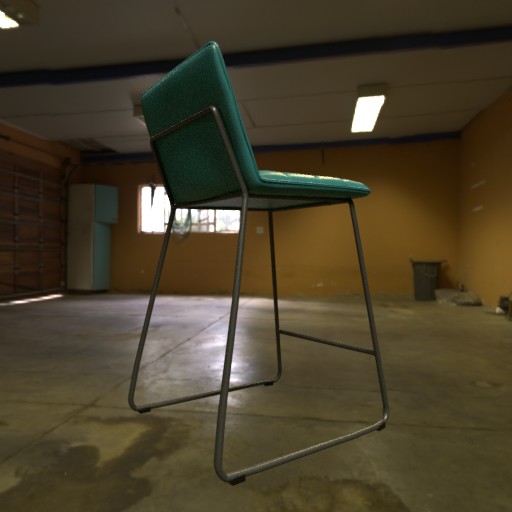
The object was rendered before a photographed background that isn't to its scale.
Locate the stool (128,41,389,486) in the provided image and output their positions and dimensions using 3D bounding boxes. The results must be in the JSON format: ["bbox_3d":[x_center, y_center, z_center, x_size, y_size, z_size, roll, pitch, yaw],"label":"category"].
[{"bbox_3d":[0.000,0.000,1.167,0.524,0.866,0.489,0,0,-36],"label":"stool"}]
